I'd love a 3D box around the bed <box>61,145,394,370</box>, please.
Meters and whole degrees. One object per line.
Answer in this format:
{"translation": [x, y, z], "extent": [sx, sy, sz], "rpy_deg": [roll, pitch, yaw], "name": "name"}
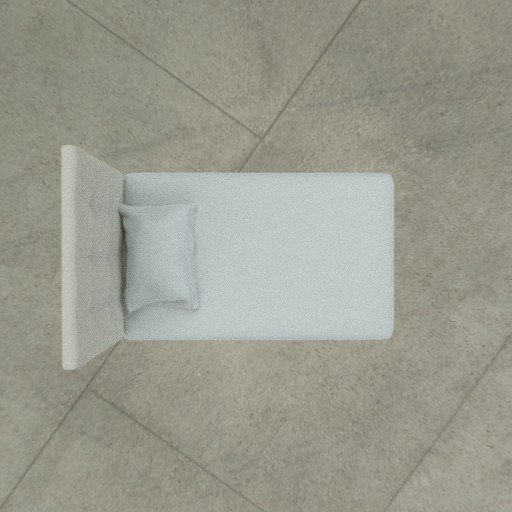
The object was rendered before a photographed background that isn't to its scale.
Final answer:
{"translation": [0.000, 0.000, 3.005], "extent": [1.997, 1.571, 1.261], "rpy_deg": [0, 91, 0], "name": "bed"}
